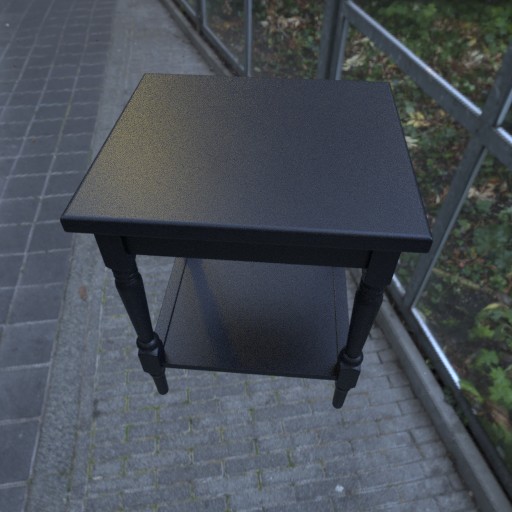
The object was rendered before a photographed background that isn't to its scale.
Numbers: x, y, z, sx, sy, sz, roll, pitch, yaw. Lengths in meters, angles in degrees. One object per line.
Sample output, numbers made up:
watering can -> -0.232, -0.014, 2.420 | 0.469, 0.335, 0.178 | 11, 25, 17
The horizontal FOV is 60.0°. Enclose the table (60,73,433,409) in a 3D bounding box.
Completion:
table -> 0.000, 0.000, 0.927 | 0.488, 0.565, 0.442 | 3, 46, 3
